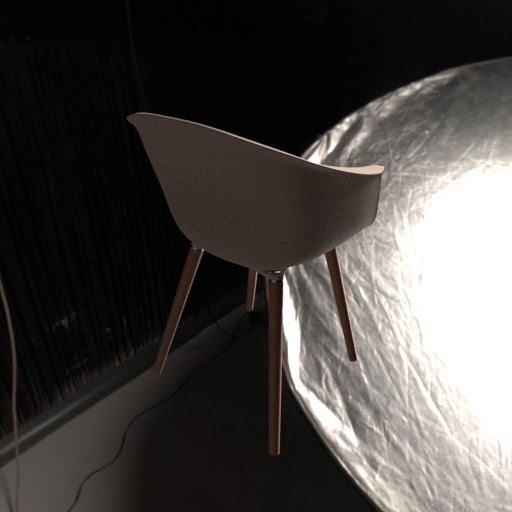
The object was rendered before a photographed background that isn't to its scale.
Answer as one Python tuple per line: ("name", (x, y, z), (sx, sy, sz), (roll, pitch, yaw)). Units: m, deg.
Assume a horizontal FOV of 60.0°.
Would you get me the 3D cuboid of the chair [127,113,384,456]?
("chair", (0.000, 0.000, 1.145), (0.593, 0.781, 0.504), (22, 36, 33))
